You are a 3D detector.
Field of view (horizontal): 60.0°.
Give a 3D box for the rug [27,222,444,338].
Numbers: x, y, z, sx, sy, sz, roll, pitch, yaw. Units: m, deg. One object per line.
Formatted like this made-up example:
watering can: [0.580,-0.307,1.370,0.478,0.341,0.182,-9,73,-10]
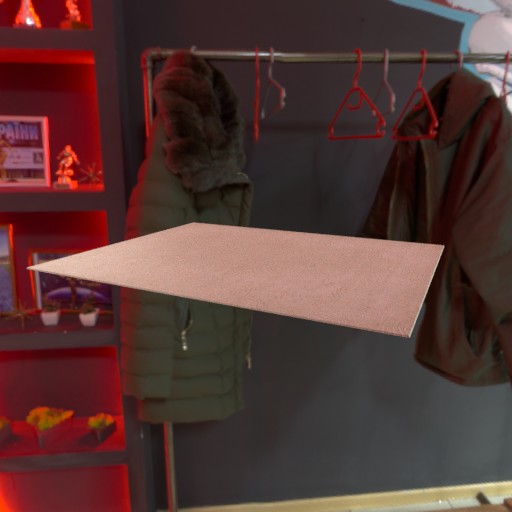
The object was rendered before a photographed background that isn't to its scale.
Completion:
rug: [0.000,0.000,3.464,2.584,0.011,2.073,7,16,26]
